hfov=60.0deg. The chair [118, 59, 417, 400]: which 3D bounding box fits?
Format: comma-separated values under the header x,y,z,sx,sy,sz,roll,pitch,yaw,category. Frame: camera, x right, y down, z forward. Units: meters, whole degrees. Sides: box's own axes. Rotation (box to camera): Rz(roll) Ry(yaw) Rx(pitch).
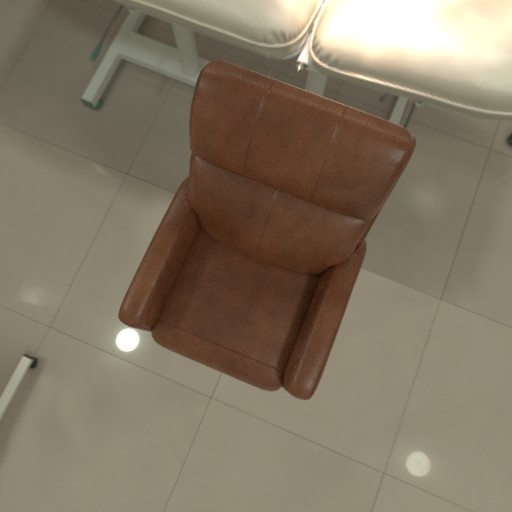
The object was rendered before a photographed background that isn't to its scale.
x,y,z,sx,sy,sz,roll,pitch,yaw,category
0.000,0.000,1.716,0.787,1.016,0.939,22,79,5,chair
